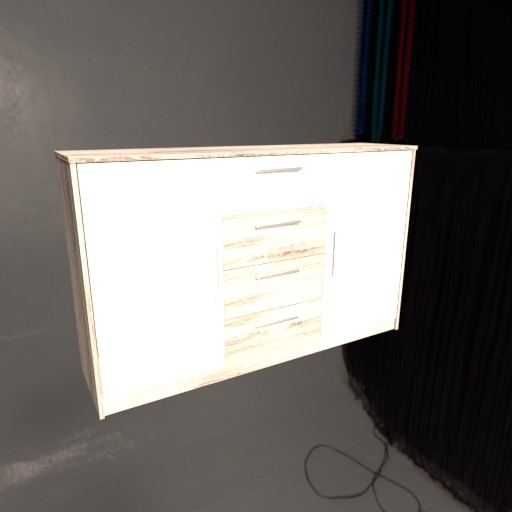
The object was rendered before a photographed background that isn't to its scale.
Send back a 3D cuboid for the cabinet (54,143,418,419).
[{"bbox_3d":[0.000,0.000,1.902,1.450,0.900,0.380,-9,19,-28],"label":"cabinet"}]
